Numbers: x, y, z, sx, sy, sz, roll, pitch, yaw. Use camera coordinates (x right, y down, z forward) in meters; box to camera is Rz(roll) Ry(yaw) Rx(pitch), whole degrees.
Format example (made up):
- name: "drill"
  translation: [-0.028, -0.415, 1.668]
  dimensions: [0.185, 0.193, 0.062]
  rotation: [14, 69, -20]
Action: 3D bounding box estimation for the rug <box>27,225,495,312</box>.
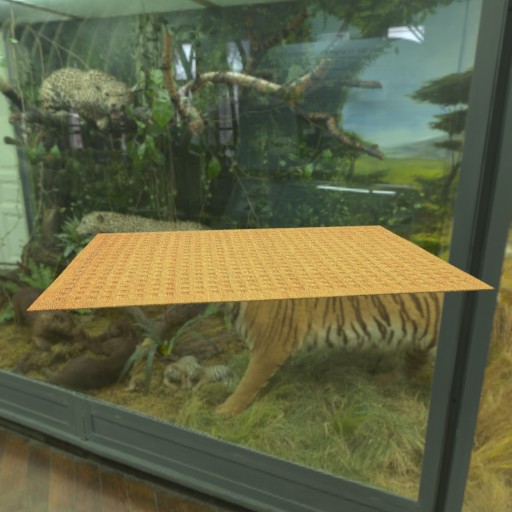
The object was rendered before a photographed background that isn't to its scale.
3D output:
- name: "rug"
  translation: [0.000, 0.000, 2.182]
  dimensions: [1.747, 0.006, 1.143]
  rotation: [-2, 17, -7]
